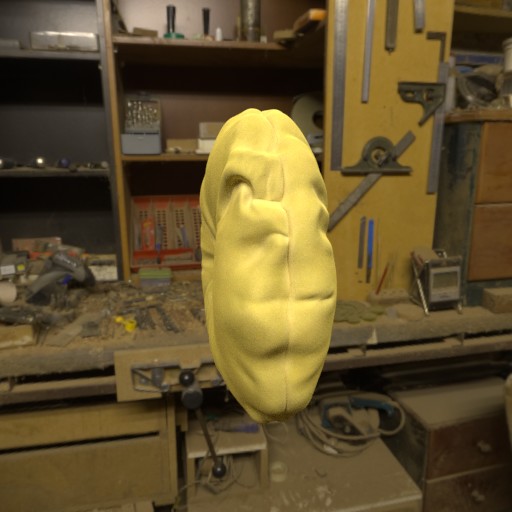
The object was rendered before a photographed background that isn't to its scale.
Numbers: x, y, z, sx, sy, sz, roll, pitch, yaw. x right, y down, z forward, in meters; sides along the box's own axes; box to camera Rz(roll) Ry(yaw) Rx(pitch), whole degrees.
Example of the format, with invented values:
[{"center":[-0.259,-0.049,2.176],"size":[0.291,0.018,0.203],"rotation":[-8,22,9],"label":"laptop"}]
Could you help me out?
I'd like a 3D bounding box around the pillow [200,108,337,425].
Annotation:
[{"center":[0.000,0.000,0.645],"size":[0.148,0.407,0.428],"rotation":[-3,14,-10],"label":"pillow"}]
